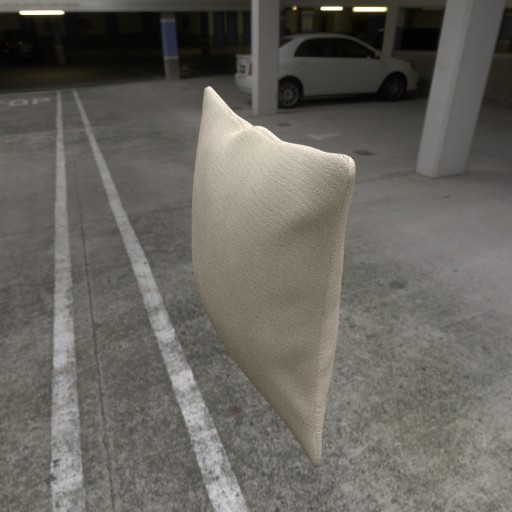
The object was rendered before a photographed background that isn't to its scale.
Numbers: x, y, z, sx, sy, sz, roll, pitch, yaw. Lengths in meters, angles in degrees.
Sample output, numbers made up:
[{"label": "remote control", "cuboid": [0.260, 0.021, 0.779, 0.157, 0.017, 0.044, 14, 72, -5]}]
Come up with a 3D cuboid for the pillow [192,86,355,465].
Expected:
[{"label": "pillow", "cuboid": [0.000, 0.000, 0.660, 0.162, 0.420, 0.437, -11, 31, -19]}]
